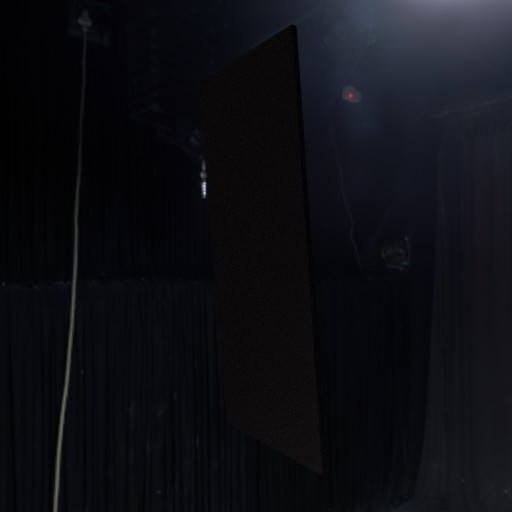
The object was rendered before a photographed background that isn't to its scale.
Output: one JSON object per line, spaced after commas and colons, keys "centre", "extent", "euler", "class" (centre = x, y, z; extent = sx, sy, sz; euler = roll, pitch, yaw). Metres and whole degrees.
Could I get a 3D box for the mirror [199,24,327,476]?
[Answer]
{"centre": [0.000, 0.000, 2.318], "extent": [0.221, 2.020, 0.812], "euler": [0, 0, -37], "class": "mirror"}
